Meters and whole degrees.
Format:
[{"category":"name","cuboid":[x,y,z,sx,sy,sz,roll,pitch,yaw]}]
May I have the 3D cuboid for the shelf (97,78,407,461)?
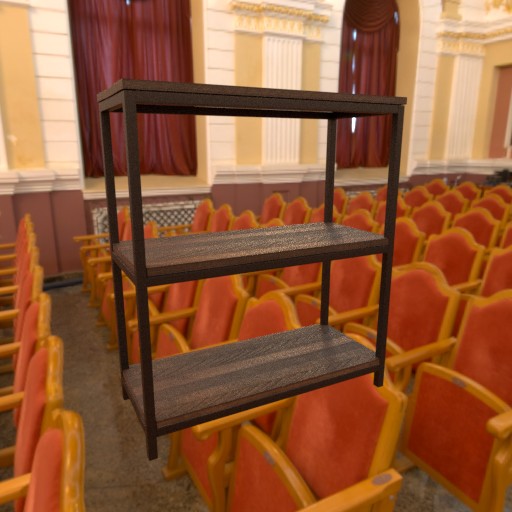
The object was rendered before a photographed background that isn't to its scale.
[{"category":"shelf","cuboid":[0.000,0.000,1.388,0.822,0.947,0.352,-7,16,-27]}]
